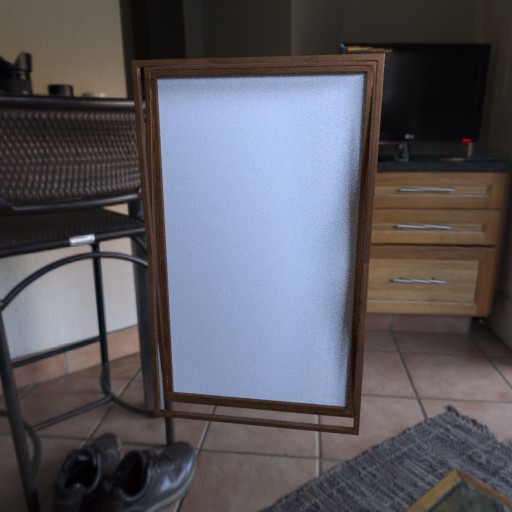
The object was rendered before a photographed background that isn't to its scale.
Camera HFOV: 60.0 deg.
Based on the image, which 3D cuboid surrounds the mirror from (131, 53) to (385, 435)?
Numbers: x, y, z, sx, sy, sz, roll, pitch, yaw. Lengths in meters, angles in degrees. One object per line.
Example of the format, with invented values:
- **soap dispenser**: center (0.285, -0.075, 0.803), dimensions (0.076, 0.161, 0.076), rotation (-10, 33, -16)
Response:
- **mirror**: center (0.000, 0.000, 0.936), dimensions (0.468, 0.768, 0.082), rotation (2, 15, 8)
